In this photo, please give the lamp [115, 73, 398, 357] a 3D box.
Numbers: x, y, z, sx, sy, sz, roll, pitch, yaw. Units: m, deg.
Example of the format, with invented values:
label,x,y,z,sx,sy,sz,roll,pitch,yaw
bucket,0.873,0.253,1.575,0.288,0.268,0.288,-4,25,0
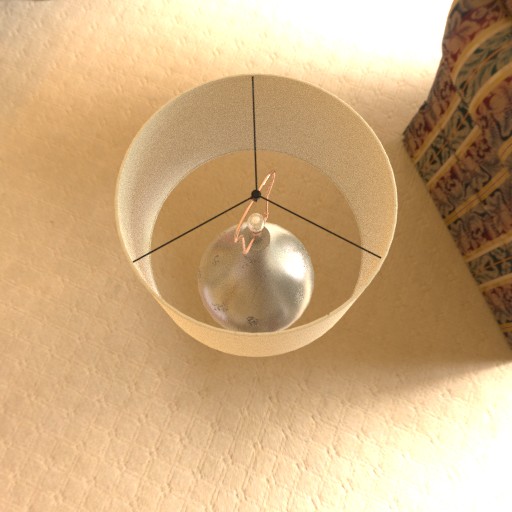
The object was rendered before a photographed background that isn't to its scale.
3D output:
label,x,y,z,sx,sy,sz,roll,pitch,yaw
lamp,0.000,0.000,0.732,0.330,0.521,0.330,0,75,0
